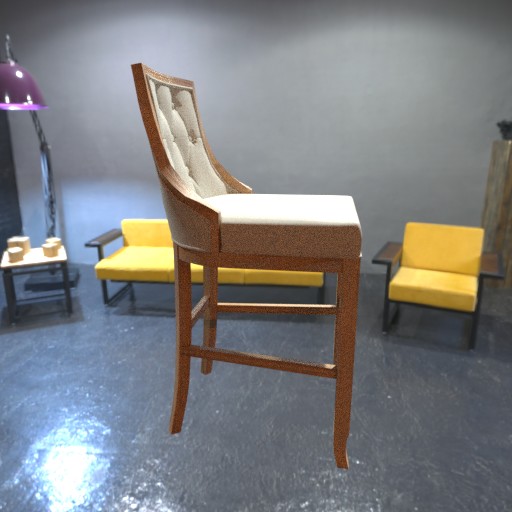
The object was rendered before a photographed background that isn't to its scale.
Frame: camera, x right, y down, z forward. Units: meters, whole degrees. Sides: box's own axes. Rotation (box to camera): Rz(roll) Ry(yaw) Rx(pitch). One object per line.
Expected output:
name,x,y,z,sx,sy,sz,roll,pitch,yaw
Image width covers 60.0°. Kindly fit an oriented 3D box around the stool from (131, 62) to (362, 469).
stool,0.000,0.000,1.420,0.626,1.101,0.524,3,16,9
